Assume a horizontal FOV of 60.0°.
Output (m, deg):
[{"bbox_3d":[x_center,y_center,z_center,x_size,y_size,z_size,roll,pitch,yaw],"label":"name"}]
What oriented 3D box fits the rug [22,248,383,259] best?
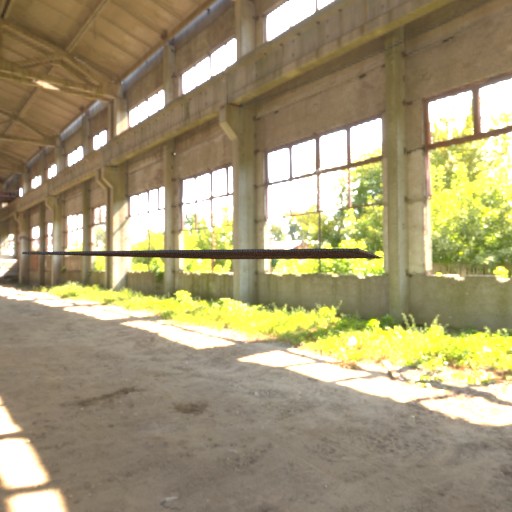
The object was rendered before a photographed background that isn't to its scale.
[{"bbox_3d":[0.000,0.000,2.289,1.207,0.012,1.820,0,-1,18],"label":"rug"}]
